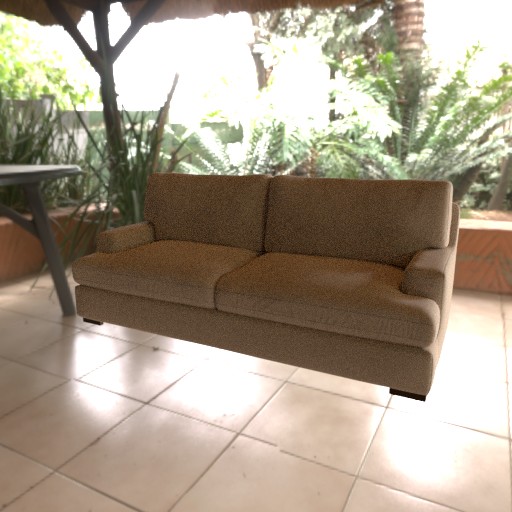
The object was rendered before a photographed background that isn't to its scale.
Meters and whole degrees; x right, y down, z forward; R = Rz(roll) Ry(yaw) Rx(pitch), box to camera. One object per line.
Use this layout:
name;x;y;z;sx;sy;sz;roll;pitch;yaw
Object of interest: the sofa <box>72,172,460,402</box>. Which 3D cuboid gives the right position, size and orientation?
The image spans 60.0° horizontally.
sofa;0.000;0.000;2.637;2.147;0.925;0.929;7;15;26
